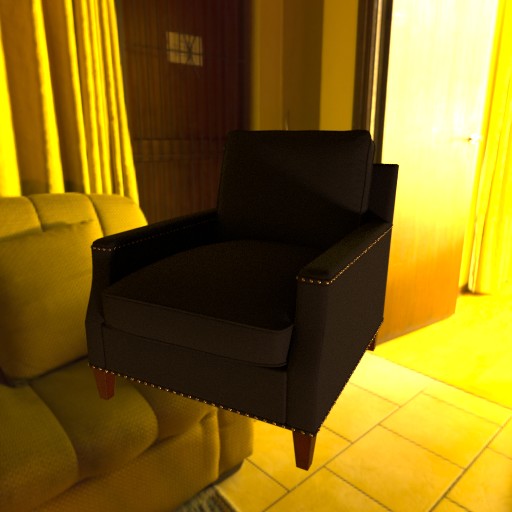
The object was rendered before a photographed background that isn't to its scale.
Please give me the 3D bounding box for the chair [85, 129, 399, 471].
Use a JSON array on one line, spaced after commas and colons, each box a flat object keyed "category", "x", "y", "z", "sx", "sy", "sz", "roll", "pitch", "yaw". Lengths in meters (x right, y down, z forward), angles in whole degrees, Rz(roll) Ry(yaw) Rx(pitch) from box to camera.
[{"category": "chair", "x": 0.000, "y": 0.000, "z": 1.698, "sx": 0.853, "sy": 0.943, "sz": 1.014, "roll": 8, "pitch": 17, "yaw": 26}]
